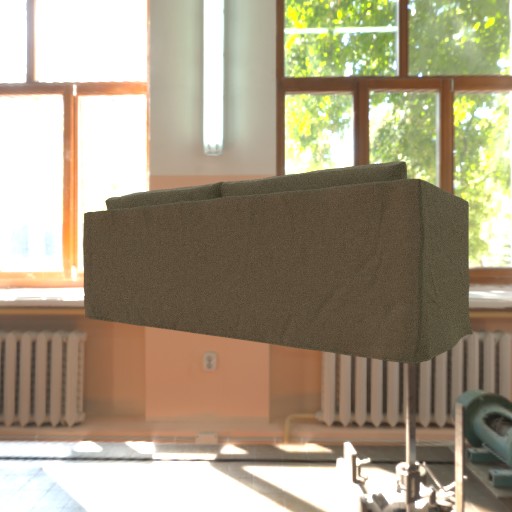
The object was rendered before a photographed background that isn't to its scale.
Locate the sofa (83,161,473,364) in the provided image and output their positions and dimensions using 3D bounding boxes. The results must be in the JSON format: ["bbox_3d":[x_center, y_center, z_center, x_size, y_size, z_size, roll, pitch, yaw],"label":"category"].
[{"bbox_3d":[0.000,0.000,2.732,2.296,0.847,0.956,0,0,36],"label":"sofa"}]
